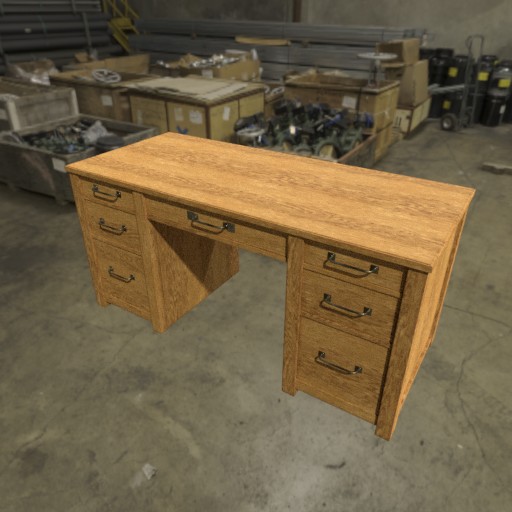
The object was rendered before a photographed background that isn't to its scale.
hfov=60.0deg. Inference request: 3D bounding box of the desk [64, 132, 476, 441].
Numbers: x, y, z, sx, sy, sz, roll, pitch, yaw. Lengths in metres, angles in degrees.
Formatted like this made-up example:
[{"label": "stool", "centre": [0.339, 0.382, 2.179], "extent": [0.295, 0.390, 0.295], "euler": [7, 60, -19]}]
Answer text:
[{"label": "desk", "centre": [0.000, 0.000, 2.005], "extent": [1.567, 0.751, 0.685], "euler": [18, 35, 28]}]
